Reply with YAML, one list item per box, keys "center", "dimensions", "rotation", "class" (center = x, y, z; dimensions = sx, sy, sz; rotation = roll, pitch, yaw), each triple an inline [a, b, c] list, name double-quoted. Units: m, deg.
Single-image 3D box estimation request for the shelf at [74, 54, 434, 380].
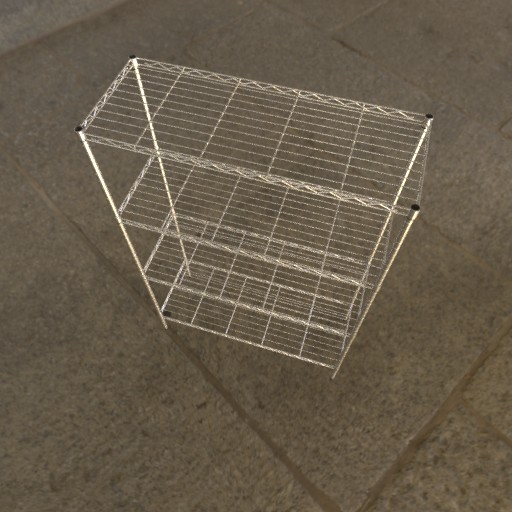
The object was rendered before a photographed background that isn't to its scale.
- center: [0.000, 0.000, 1.763]
  dimensions: [0.907, 1.360, 0.352]
  rotation: [15, 59, 9]
  class: "shelf"
